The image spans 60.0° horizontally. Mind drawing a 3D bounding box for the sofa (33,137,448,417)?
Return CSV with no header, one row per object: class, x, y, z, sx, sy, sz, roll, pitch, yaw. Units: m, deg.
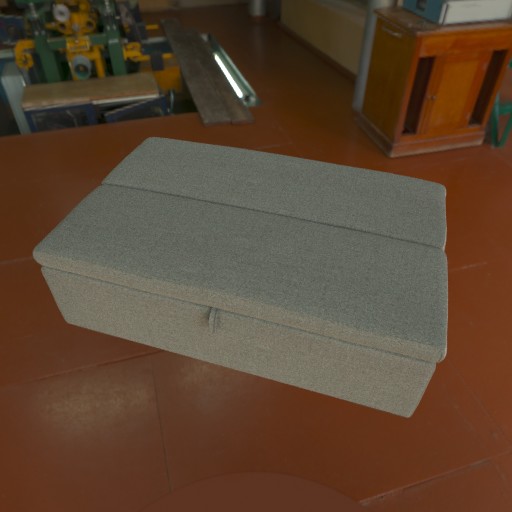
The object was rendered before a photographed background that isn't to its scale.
sofa,0.000,0.000,1.629,1.250,0.434,0.817,12,44,13
